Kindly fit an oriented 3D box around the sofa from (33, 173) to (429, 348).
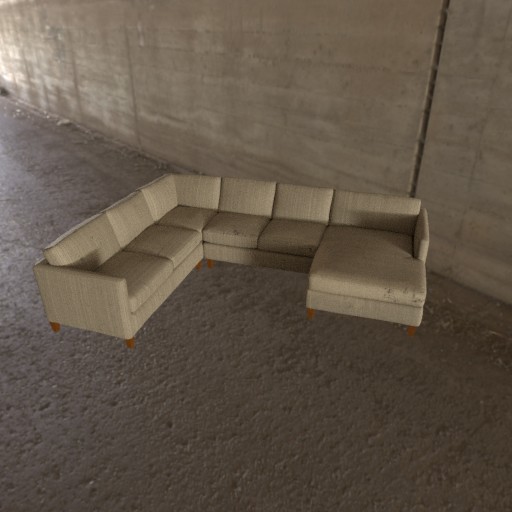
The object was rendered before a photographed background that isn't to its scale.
[{"bbox_3d":[0.000,0.000,4.712,3.460,0.961,2.594,8,29,15],"label":"sofa"}]
